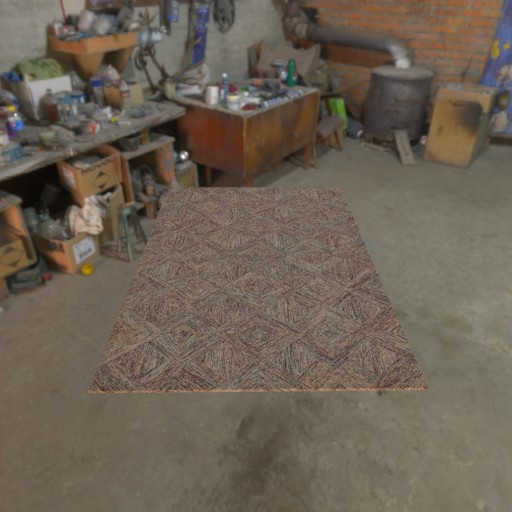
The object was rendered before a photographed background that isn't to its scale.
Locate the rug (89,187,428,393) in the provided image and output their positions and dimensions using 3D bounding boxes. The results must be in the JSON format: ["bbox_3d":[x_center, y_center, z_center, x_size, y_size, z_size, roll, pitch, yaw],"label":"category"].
[{"bbox_3d":[0.000,0.000,2.956,1.523,0.019,2.285,0,32,-1],"label":"rug"}]
